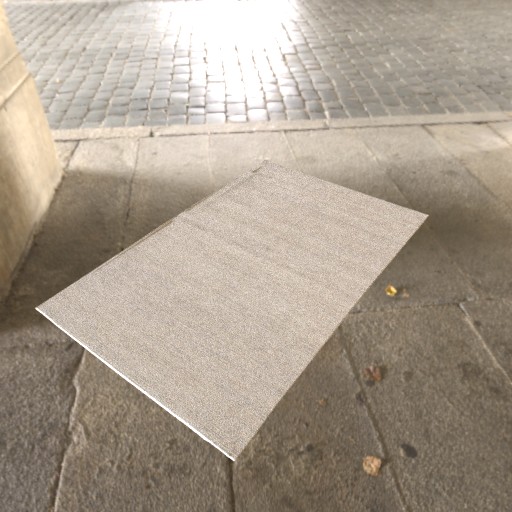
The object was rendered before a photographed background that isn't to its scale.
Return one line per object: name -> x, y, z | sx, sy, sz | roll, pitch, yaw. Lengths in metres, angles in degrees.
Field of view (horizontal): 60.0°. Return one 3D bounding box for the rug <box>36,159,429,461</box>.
rug -> 0.000, 0.000, 2.319 | 1.179, 0.022, 1.820 | 26, 46, 28
